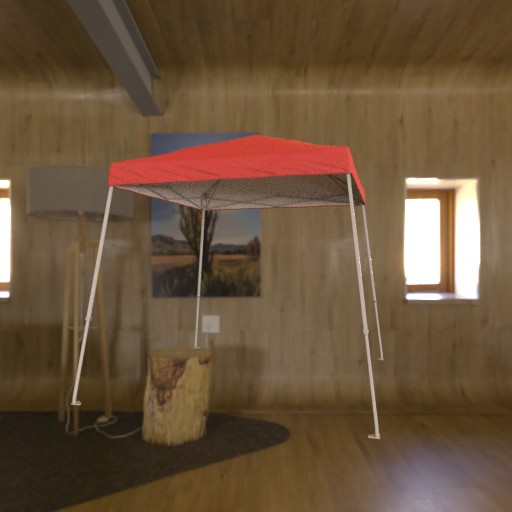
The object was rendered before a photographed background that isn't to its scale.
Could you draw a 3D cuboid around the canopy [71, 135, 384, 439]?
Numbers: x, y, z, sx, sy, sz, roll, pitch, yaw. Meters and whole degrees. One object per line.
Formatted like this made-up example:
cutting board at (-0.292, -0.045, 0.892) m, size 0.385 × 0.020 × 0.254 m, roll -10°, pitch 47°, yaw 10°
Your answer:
canopy at (0.000, 0.000, 6.581) m, size 3.600 × 3.600 × 3.599 m, roll 0°, pitch 0°, yaw 17°
